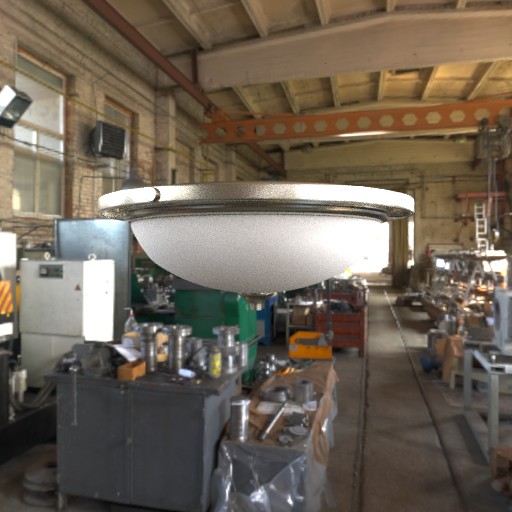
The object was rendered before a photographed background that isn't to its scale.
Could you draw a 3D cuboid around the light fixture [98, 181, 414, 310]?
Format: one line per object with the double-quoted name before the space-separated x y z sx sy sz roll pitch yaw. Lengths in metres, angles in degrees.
"light fixture" 0.000 0.000 0.537 0.361 0.130 0.361 0 0 0
